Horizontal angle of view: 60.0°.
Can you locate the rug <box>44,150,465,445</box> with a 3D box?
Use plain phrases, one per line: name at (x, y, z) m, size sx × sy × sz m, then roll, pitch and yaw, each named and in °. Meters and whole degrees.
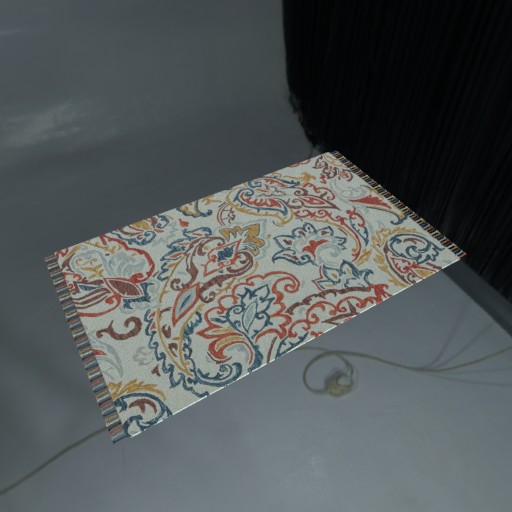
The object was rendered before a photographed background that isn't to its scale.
rug at (0.000, 0.000, 3.138) m, size 2.584 × 0.010 × 1.523 m, roll -24°, pitch 51°, yaw -20°
